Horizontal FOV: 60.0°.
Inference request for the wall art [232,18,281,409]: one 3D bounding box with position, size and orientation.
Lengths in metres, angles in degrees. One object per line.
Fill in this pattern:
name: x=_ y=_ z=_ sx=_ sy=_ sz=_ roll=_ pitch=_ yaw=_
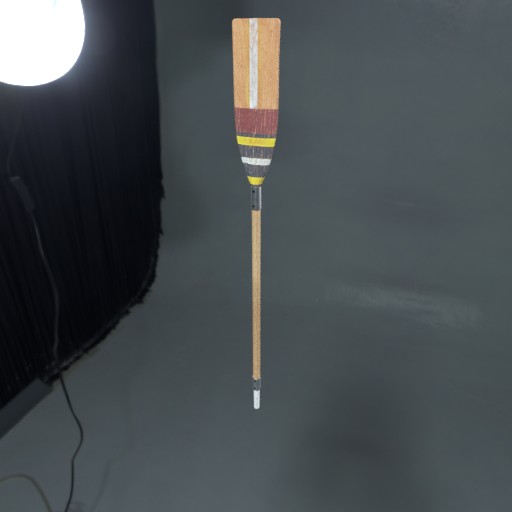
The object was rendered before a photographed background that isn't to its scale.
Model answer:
wall art: x=0.000 y=0.000 z=1.646 sx=0.146 sy=1.556 sz=0.038 roll=9 pitch=30 yaw=17
